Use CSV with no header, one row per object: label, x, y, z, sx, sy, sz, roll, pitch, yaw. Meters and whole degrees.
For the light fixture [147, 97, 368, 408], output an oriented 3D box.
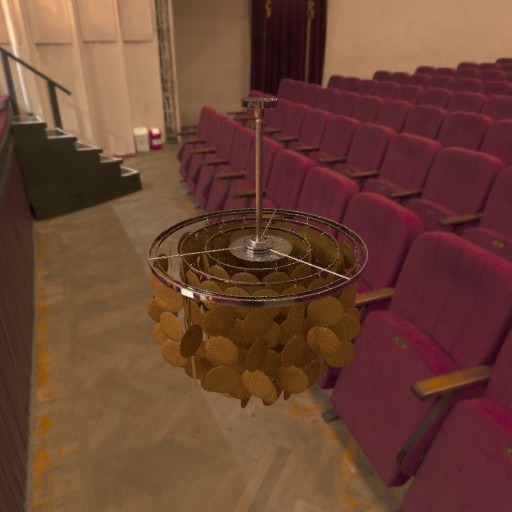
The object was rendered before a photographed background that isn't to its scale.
light fixture,0.000,0.000,0.735,0.368,0.492,0.368,0,26,0
